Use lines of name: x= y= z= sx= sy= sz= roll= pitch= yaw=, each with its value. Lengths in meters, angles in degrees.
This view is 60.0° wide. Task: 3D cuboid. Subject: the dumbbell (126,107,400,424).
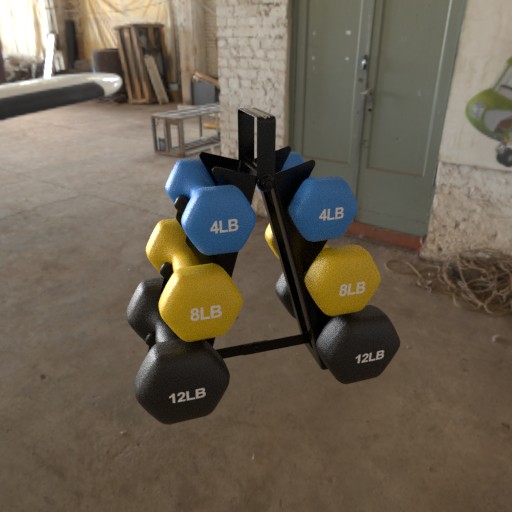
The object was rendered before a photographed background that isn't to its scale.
dumbbell: x=0.000 y=0.000 z=0.682 sx=0.409 sy=0.426 sz=0.255 roll=-8 pitch=27 yaw=-15
